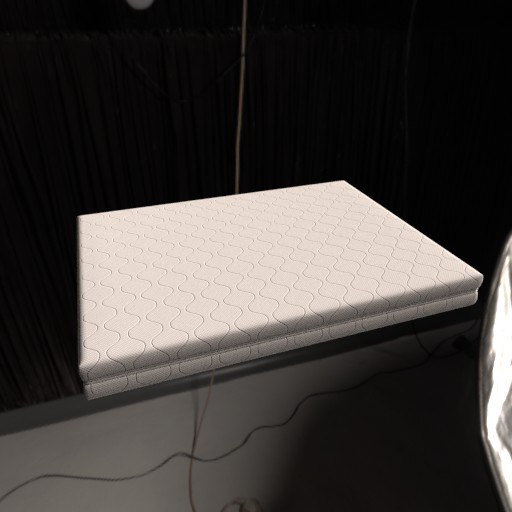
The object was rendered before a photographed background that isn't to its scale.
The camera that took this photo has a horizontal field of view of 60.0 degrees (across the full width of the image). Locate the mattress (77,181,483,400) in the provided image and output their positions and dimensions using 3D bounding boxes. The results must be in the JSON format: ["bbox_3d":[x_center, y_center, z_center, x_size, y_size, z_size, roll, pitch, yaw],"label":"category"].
[{"bbox_3d":[0.000,0.000,2.526,1.900,0.200,1.400,-10,32,-17],"label":"mattress"}]
